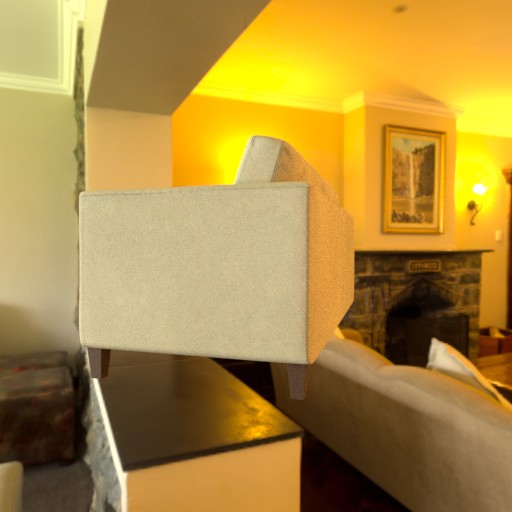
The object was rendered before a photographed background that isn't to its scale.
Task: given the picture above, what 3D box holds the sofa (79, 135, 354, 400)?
[{"bbox_3d":[0.000,0.000,2.462,0.950,0.940,1.846,0,1,17],"label":"sofa"}]
